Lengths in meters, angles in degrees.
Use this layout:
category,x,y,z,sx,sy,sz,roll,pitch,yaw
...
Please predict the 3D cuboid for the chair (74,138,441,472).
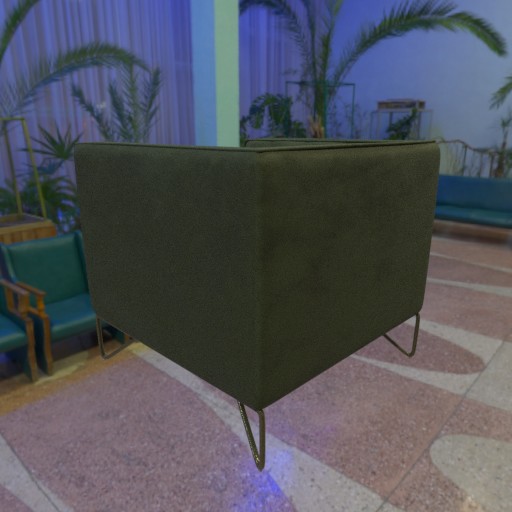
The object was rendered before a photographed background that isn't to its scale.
category,x,y,z,sx,sy,sz,roll,pitch,yaw
chair,0.000,0.000,1.559,0.894,0.790,0.880,15,22,43
